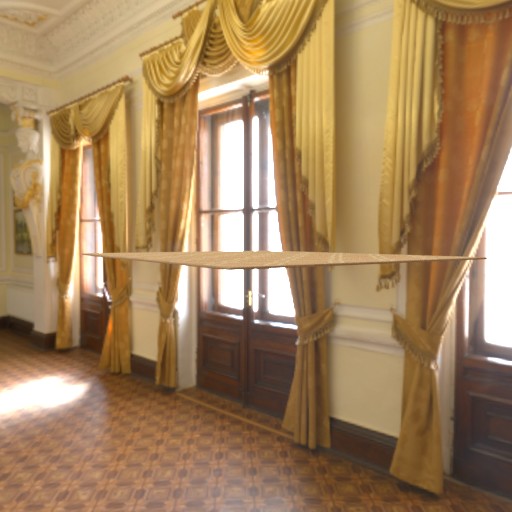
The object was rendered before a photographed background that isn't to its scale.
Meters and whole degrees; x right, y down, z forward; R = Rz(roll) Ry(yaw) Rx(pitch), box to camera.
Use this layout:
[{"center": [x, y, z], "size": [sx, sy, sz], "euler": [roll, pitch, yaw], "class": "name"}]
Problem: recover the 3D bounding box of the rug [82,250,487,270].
[{"center": [0.000, 0.000, 3.918], "size": [2.288, 0.018, 2.895], "euler": [-1, 2, -34], "class": "rug"}]
